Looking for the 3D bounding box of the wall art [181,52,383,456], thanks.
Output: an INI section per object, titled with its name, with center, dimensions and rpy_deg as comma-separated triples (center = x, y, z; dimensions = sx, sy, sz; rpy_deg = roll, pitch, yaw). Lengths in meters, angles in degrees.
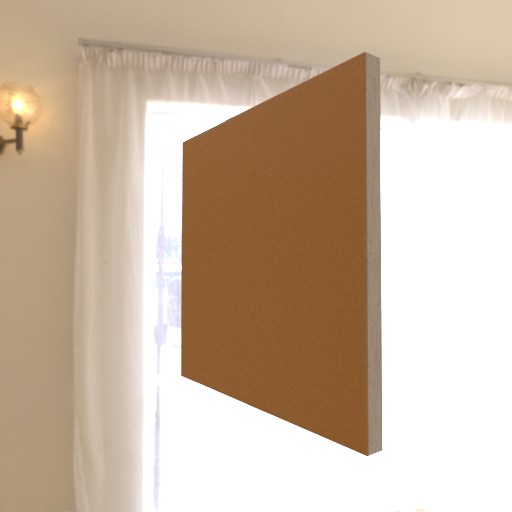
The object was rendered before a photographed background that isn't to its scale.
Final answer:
[wall art]
center = 0.000, 0.000, 1.945
dimensions = 0.078, 1.288, 1.287
rpy_deg = 1, -2, -36
